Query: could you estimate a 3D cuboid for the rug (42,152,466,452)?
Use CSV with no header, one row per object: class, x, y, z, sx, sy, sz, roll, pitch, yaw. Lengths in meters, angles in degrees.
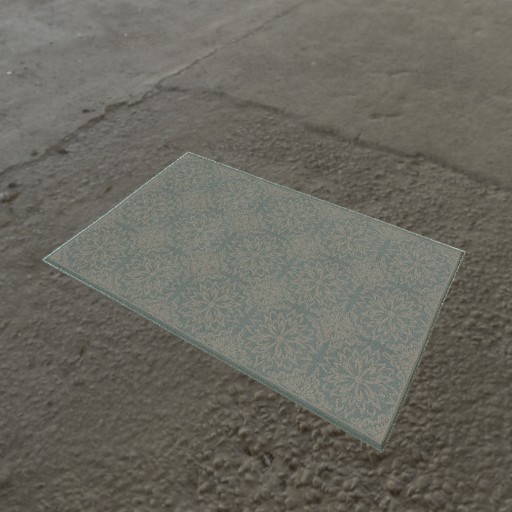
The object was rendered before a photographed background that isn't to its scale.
rug,0.000,0.000,2.307,1.840,0.012,1.219,24,50,22
